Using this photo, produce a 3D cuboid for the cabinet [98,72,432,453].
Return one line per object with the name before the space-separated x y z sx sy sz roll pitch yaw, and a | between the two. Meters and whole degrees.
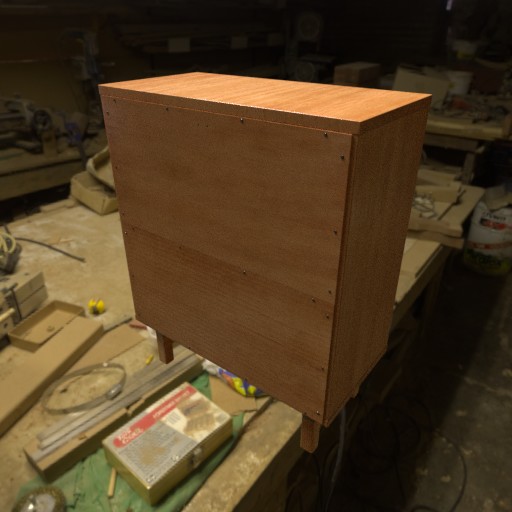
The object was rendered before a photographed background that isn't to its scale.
cabinet | 0.000 0.000 1.407 0.800 1.001 0.419 20 34 32
